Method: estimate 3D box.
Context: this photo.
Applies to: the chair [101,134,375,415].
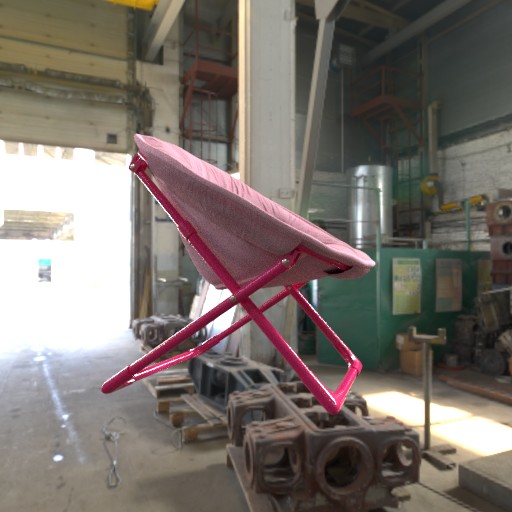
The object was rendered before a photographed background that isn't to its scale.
[{"bbox_3d":[0.000,0.000,0.886,0.459,0.494,0.522,0,-1,20],"label":"chair"}]
